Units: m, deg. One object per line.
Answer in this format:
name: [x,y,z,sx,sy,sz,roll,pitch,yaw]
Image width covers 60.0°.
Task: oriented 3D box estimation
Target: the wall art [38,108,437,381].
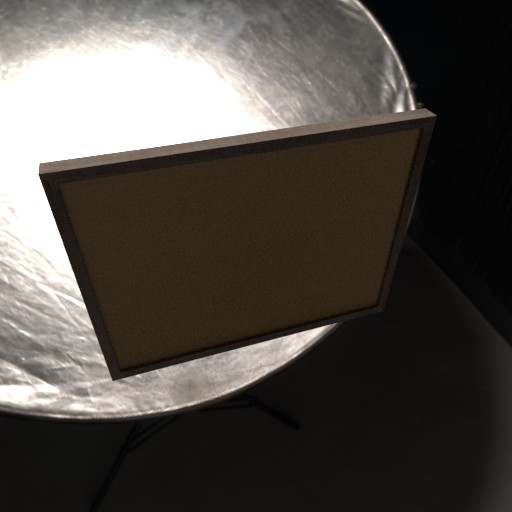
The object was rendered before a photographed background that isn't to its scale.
wall art: [0.000,0.000,1.761,1.320,1.009,0.070,-12,42,-14]
